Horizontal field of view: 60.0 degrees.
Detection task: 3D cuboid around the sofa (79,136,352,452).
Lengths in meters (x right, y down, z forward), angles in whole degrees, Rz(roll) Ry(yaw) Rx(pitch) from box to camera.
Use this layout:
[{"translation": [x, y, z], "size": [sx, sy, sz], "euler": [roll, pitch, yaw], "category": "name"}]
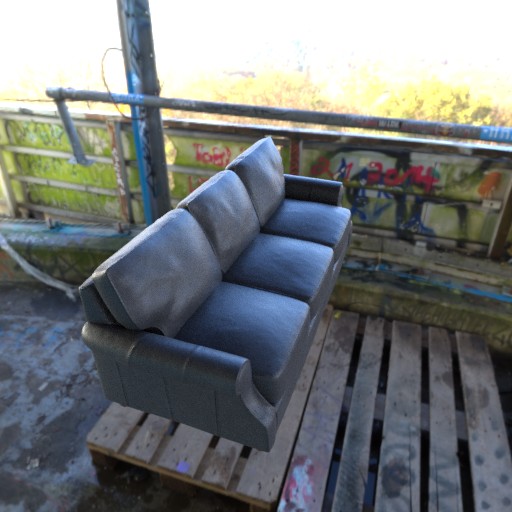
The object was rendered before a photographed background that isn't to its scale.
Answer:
[{"translation": [0.000, 0.000, 2.927], "size": [0.974, 0.977, 2.387], "euler": [11, 32, 17], "category": "sofa"}]
